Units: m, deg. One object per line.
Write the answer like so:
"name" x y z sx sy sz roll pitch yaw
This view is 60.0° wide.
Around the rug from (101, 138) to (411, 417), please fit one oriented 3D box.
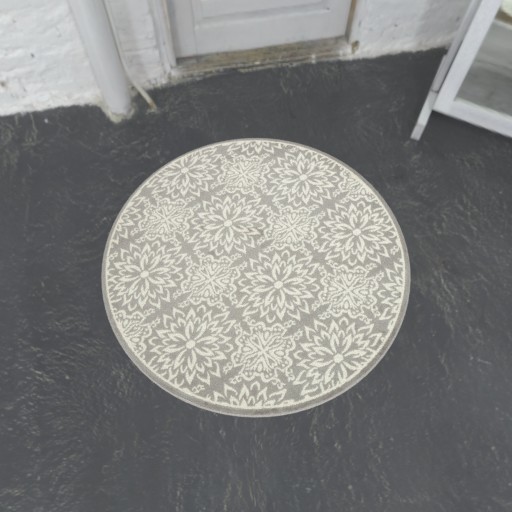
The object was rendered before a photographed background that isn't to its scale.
"rug" 0.000 0.000 2.312 1.593 0.012 1.593 0 63 0
